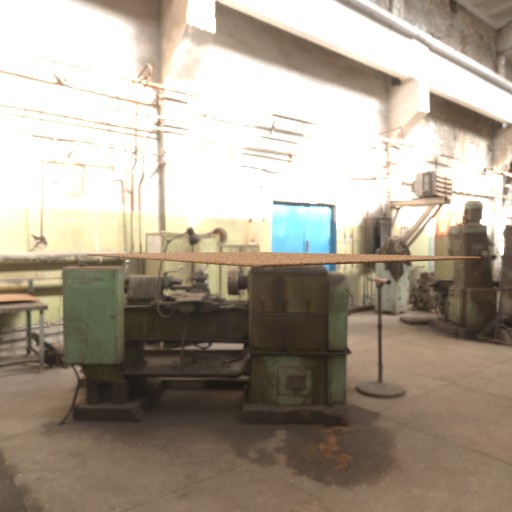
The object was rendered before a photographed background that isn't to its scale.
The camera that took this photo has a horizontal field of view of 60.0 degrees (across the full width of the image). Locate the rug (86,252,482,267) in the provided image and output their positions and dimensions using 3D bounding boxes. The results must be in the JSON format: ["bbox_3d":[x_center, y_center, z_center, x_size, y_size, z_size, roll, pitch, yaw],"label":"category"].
[{"bbox_3d":[0.000,0.000,2.826,1.566,0.013,2.141,-1,2,-37],"label":"rug"}]
